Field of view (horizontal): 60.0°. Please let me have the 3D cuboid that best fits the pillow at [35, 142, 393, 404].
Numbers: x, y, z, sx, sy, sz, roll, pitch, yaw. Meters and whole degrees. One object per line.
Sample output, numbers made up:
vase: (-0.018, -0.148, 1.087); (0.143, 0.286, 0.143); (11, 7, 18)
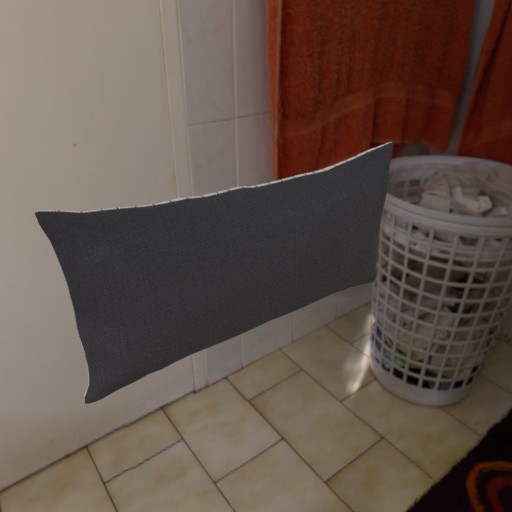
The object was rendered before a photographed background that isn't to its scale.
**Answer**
pillow: (0.000, 0.000, 0.725); (0.609, 0.305, 0.151); (-19, 34, -30)
